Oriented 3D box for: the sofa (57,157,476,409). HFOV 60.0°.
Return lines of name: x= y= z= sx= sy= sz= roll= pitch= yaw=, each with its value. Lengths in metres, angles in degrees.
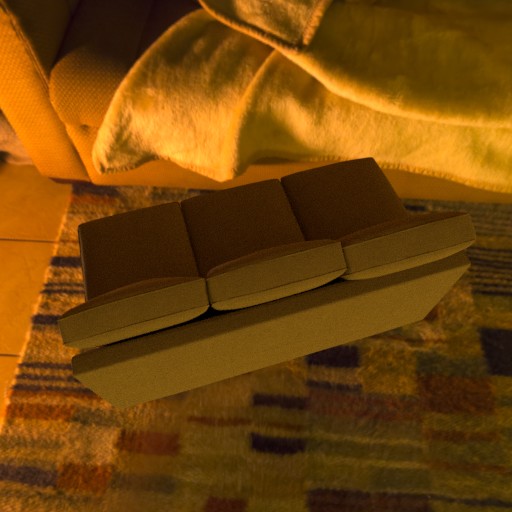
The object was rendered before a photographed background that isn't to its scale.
sofa: x=0.000 y=0.000 z=2.721 sx=2.092 sy=1.036 sz=1.127 roll=-14 pitch=60 yaw=-8
